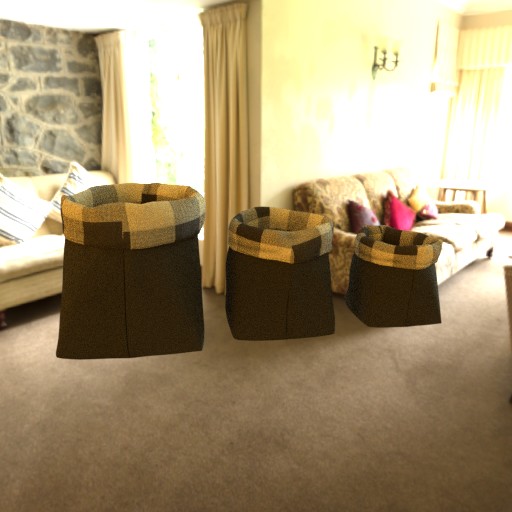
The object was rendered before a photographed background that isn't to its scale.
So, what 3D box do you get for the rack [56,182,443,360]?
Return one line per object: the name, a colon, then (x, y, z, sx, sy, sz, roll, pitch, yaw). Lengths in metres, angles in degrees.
rack: (0.000, 0.000, 1.074, 0.889, 0.329, 0.370, -2, 17, -8)
